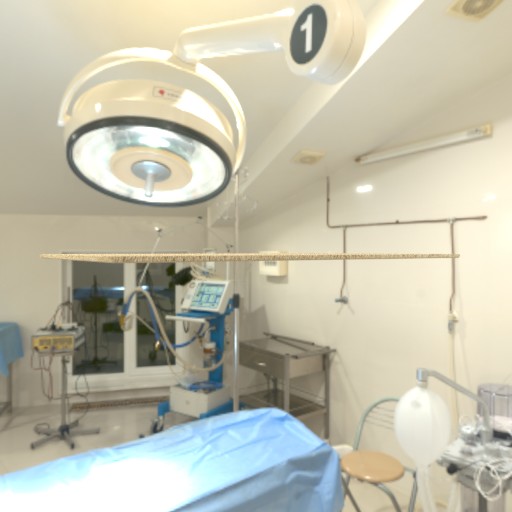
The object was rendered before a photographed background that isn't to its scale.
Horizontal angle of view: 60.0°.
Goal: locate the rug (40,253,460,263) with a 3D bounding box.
[{"bbox_3d":[0.000,0.000,2.910,2.349,0.025,1.500,0,1,-35],"label":"rug"}]
